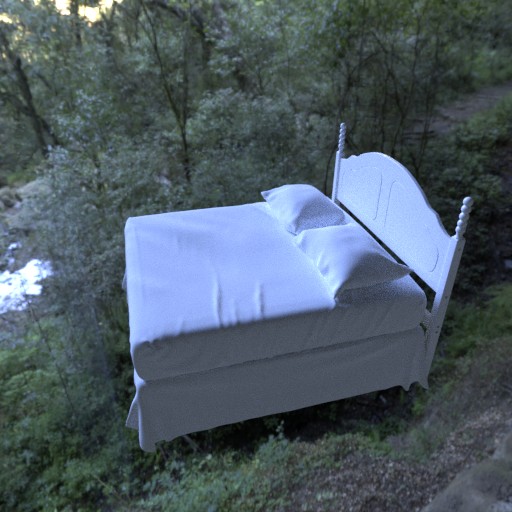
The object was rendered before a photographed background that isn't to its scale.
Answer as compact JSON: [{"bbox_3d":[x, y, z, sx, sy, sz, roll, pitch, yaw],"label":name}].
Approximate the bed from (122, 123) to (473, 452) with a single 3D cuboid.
[{"bbox_3d":[0.000,0.000,3.187,2.040,1.356,1.873,-8,32,-13],"label":"bed"}]
